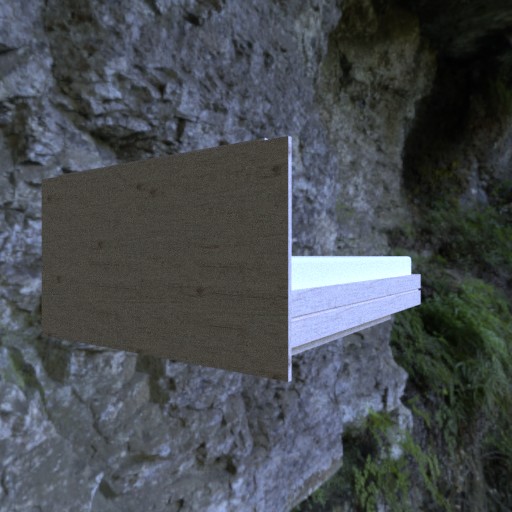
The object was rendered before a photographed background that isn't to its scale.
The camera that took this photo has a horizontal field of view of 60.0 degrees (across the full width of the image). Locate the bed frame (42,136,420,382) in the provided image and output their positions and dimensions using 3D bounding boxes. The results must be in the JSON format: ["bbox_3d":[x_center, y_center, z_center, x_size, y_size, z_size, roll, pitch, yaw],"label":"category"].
[{"bbox_3d":[0.000,0.000,3.068,1.750,0.970,2.080,0,0,35],"label":"bed frame"}]
